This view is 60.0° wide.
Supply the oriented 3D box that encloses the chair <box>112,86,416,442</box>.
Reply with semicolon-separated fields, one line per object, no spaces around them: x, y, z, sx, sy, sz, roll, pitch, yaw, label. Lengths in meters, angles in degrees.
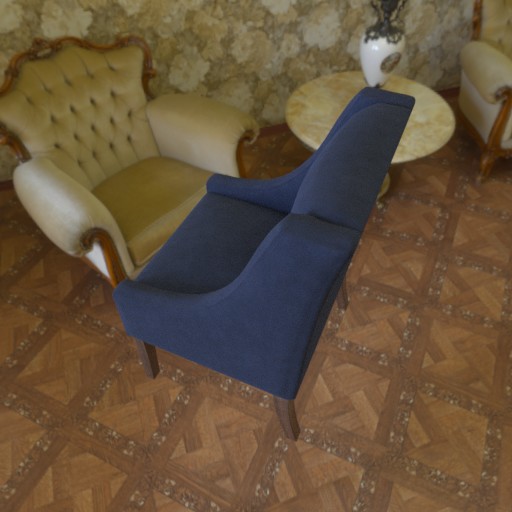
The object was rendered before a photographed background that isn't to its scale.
0.000;0.000;1.340;0.629;0.895;0.629;18;49;16;chair
